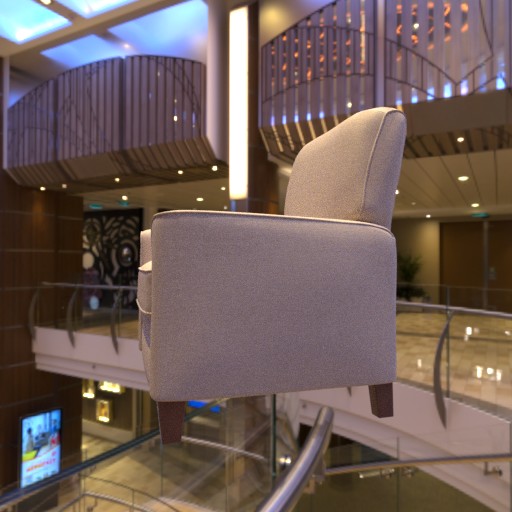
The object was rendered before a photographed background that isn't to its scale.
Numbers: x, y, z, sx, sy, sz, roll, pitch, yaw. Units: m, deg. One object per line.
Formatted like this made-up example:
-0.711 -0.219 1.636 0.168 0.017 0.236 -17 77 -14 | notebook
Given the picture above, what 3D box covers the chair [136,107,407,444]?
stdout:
0.000 0.000 1.662 0.858 1.023 0.841 0 -1 -17 | chair
